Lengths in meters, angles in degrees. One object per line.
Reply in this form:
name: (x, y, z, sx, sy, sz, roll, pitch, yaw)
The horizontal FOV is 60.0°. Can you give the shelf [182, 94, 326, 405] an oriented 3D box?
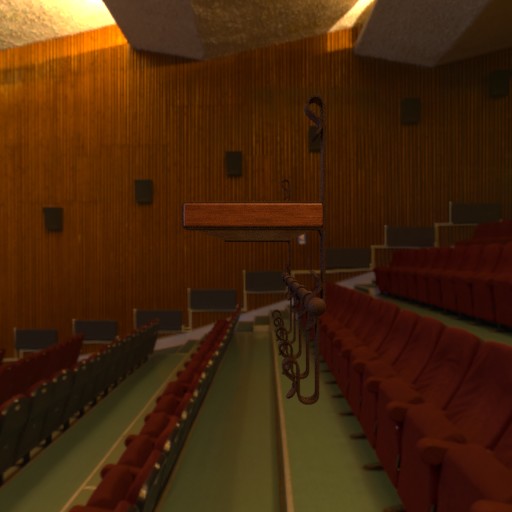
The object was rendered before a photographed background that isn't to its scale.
shelf: (0.000, 0.000, 0.714, 0.146, 0.330, 0.567, 0, 0, 1)
